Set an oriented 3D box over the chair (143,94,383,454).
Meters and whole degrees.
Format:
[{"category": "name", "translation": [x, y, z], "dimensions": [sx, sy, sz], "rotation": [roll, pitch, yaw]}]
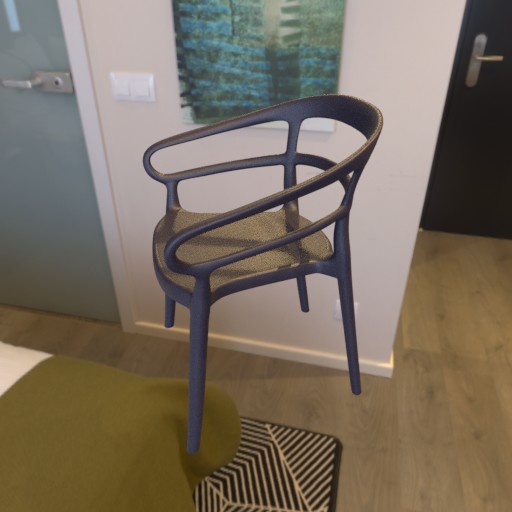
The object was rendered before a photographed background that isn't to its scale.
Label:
[{"category": "chair", "translation": [0.000, 0.000, 1.166], "dimensions": [0.527, 0.761, 0.559], "rotation": [-9, 32, -14]}]
